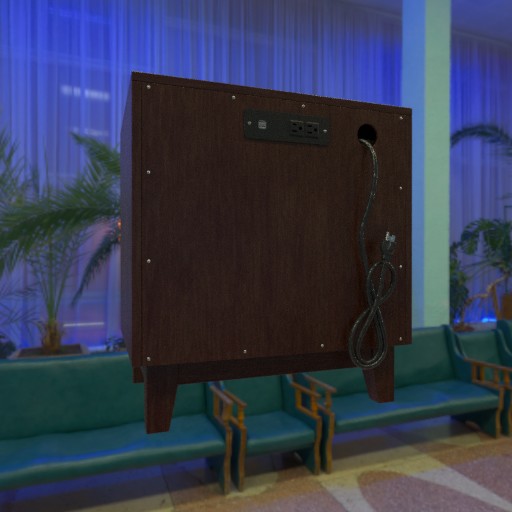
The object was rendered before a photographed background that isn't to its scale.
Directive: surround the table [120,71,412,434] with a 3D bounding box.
[{"bbox_3d":[0.000,0.000,0.986,0.557,0.609,0.449,0,0,-20],"label":"table"}]
